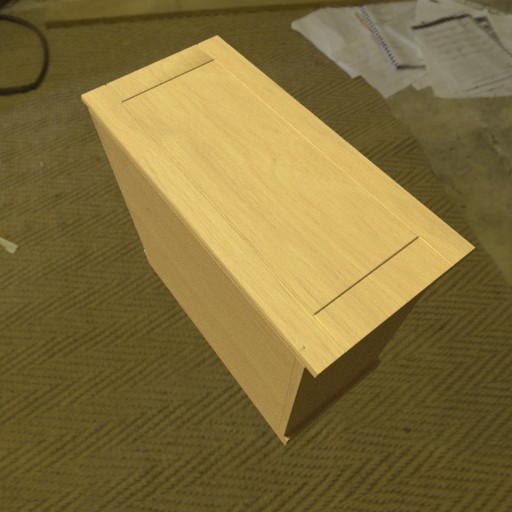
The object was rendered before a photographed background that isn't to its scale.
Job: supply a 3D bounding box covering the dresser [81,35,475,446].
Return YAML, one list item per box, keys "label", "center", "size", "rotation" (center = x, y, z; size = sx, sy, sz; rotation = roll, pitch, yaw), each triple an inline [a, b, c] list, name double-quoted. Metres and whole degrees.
- label: "dresser"
  center: [0.000, 0.000, 1.378]
  size: [0.440, 0.835, 0.915]
  rotation: [-33, 64, -18]
